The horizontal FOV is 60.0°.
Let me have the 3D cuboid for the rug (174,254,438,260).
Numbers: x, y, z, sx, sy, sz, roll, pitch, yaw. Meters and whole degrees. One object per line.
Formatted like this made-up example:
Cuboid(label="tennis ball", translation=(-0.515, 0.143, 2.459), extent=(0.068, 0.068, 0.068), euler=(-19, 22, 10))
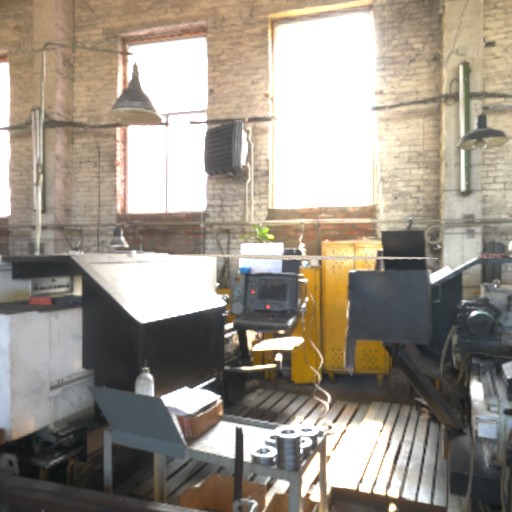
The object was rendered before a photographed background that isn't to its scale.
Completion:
Cuboid(label="rug", translation=(0.000, 0.000, 2.738), extent=(0.660, 0.005, 2.464), euler=(0, 1, -19))
